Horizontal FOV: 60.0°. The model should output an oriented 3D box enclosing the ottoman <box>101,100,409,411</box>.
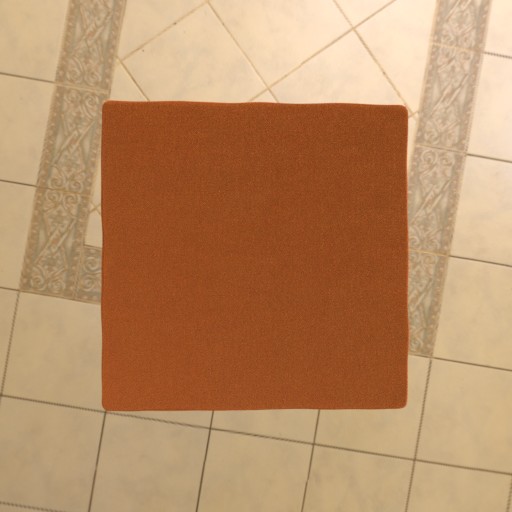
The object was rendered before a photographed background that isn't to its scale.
[{"bbox_3d":[0.000,0.000,1.578,0.999,0.438,0.997,0,91,-2],"label":"ottoman"}]
